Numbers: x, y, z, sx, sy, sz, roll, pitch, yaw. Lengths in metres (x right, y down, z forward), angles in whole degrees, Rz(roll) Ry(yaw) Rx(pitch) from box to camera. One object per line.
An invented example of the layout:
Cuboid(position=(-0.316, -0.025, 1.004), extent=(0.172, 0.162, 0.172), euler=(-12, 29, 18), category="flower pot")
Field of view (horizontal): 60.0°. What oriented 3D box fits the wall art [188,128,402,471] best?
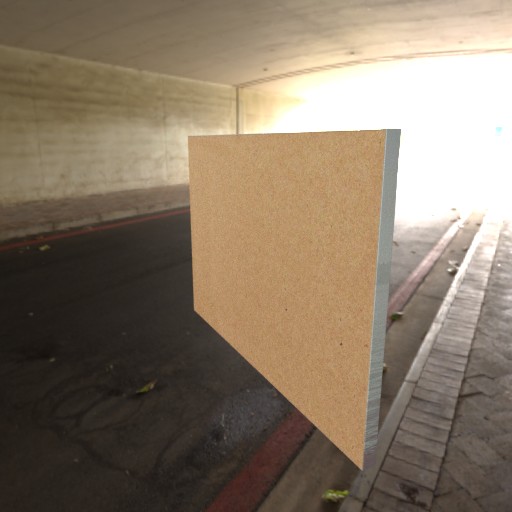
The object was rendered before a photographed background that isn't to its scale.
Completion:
Cuboid(position=(0.000, 0.000, 0.769), extent=(0.021, 0.410, 0.615), euler=(-7, 16, -26), category="wall art")
